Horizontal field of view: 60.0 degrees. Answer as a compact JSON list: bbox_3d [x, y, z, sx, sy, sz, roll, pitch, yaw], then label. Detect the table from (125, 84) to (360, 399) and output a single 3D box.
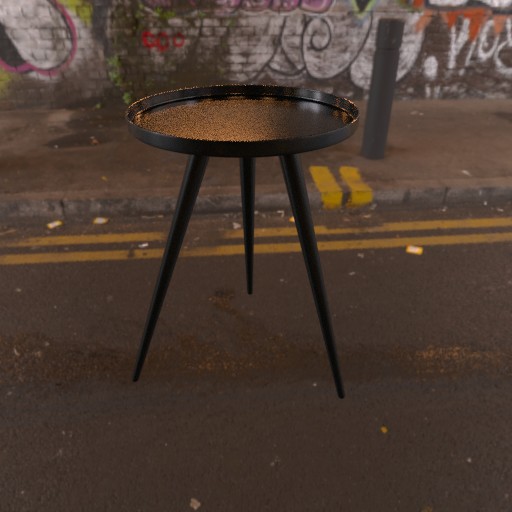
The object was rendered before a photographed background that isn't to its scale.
[{"bbox_3d":[0.000,0.000,0.845,0.415,0.548,0.403,20,37,29],"label":"table"}]
